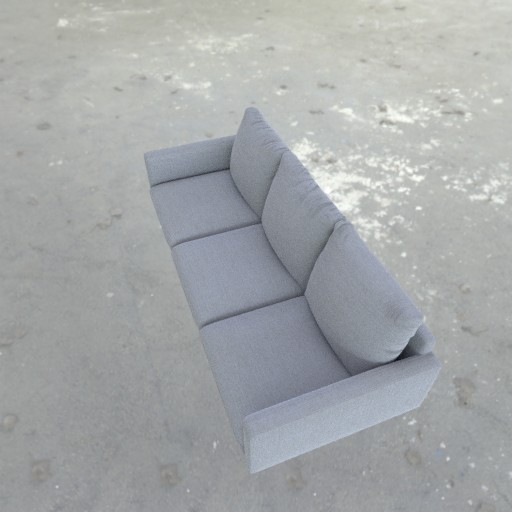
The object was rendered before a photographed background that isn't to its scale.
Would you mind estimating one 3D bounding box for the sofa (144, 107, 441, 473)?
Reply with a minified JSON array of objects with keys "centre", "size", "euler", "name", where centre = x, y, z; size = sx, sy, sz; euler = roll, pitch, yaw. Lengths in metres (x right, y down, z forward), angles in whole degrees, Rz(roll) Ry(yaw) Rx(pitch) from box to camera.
[{"centre":[0.000,0.000,2.432],"size":[0.850,0.830,2.000],"euler":[-15,47,-15],"name":"sofa"}]
